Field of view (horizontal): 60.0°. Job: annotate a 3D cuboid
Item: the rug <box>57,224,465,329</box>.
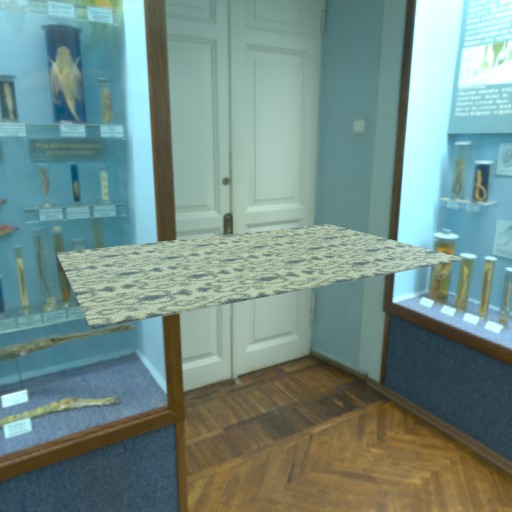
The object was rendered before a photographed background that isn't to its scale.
[{"bbox_3d":[0.000,0.000,2.102,1.652,0.006,1.035,-8,16,-28],"label":"rug"}]
